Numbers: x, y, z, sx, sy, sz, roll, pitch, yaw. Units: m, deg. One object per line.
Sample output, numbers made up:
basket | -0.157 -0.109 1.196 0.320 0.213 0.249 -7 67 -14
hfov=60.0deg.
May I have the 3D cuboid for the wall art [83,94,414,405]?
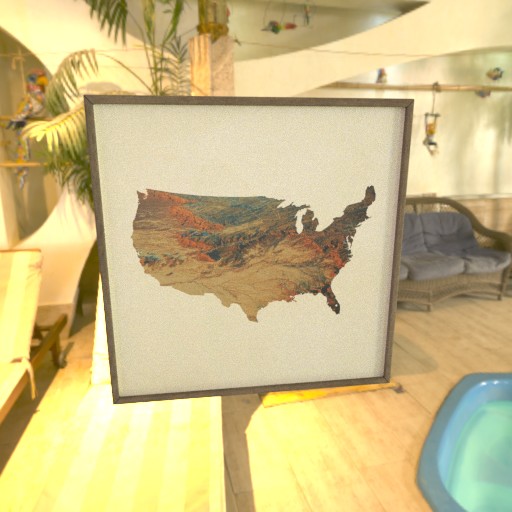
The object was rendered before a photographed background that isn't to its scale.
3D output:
wall art | 0.000 0.000 1.113 0.749 0.751 0.050 -2 15 -8
